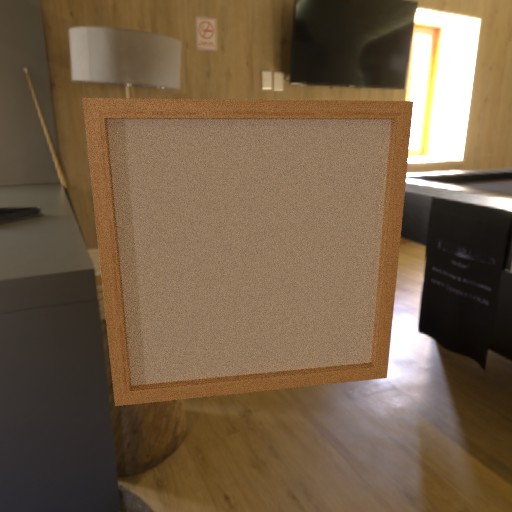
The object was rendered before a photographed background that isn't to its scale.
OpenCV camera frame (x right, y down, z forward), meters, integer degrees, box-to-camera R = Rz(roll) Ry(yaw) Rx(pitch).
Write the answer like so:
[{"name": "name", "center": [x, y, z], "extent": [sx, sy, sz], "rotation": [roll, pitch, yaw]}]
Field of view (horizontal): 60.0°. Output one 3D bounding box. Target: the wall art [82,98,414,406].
[{"name": "wall art", "center": [0.000, 0.000, 0.457], "extent": [0.303, 0.303, 0.028], "rotation": [-3, 17, -10]}]
